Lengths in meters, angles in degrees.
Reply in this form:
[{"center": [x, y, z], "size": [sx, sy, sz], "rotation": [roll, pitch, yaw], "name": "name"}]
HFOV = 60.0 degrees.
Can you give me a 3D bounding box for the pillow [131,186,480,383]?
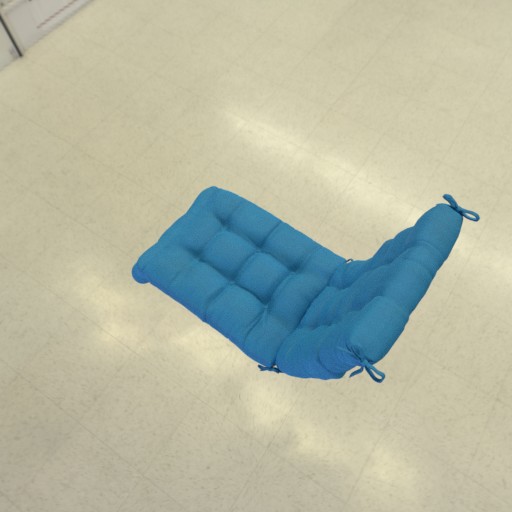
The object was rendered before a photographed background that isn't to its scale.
[{"center": [0.000, 0.000, 1.502], "size": [1.016, 0.863, 0.526], "rotation": [33, 68, 16], "name": "pillow"}]
